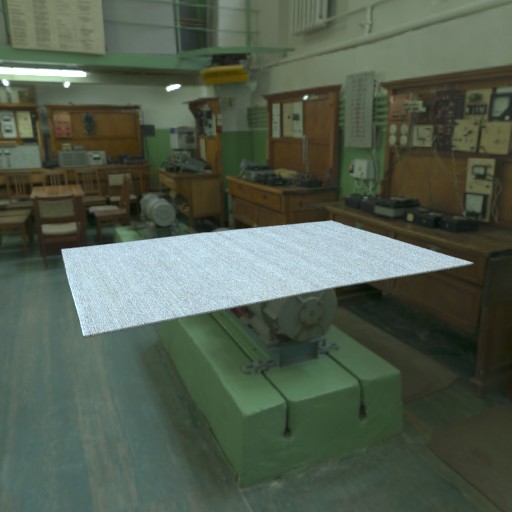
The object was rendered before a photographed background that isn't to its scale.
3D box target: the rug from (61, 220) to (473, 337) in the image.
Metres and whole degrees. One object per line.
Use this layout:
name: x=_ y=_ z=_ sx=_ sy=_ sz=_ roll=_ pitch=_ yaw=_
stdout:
rug: x=0.000 y=0.000 z=2.311 sx=1.820 sy=0.022 sz=1.179 roll=-8 pitch=18 yaw=-25
